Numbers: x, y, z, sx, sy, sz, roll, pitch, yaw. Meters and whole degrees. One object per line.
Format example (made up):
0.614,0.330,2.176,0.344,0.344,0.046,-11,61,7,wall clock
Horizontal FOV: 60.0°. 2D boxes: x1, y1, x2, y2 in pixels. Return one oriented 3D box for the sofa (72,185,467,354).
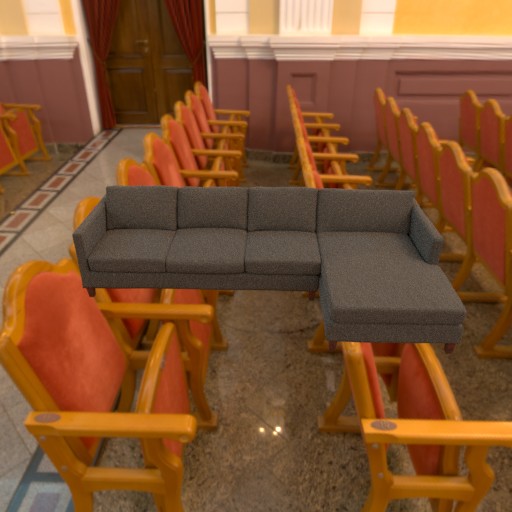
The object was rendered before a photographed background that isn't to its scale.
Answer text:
0.000,0.000,3.980,3.186,0.846,1.625,1,30,1,sofa
